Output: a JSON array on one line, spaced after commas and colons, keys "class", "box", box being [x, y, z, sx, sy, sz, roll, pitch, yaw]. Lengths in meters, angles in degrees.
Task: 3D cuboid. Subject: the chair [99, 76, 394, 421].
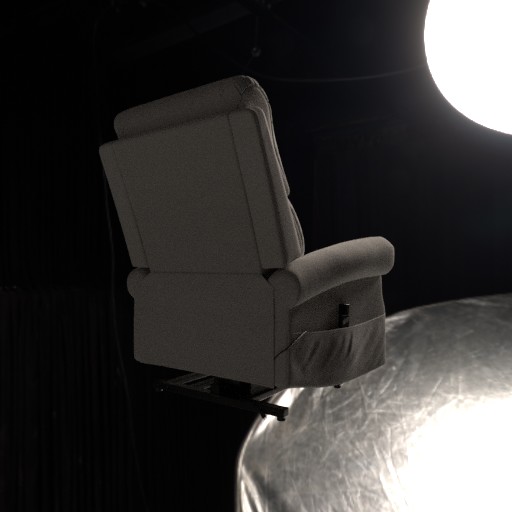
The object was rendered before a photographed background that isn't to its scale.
[{"class": "chair", "box": [0.000, 0.000, 1.753, 0.871, 1.031, 0.979, -1, -1, 35]}]
